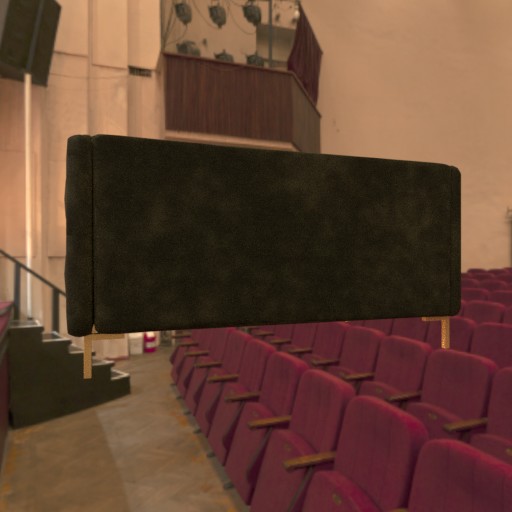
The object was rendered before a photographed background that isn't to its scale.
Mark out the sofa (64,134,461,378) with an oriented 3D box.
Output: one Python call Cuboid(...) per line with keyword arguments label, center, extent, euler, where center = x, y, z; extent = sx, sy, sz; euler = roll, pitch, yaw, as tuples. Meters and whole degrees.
Cuboid(label="sofa", center=(0.000, 0.000, 1.997), extent=(1.537, 0.768, 0.895), euler=(0, 0, -19))
